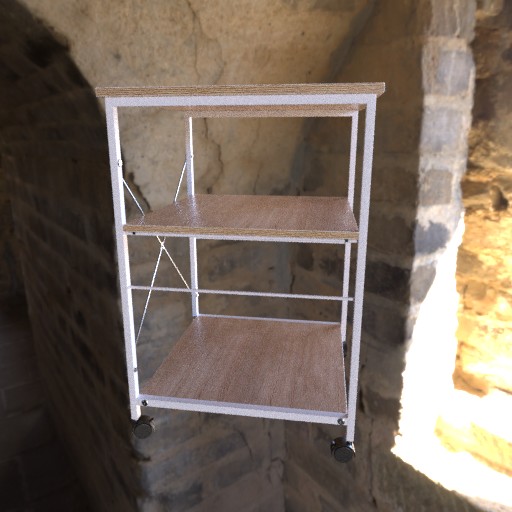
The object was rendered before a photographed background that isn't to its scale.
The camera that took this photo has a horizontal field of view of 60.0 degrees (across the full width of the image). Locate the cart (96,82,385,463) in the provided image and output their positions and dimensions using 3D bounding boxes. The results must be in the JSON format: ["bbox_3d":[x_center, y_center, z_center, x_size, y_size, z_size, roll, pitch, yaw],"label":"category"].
[{"bbox_3d":[0.000,0.000,1.128,0.520,0.762,0.521,2,15,9],"label":"cart"}]
